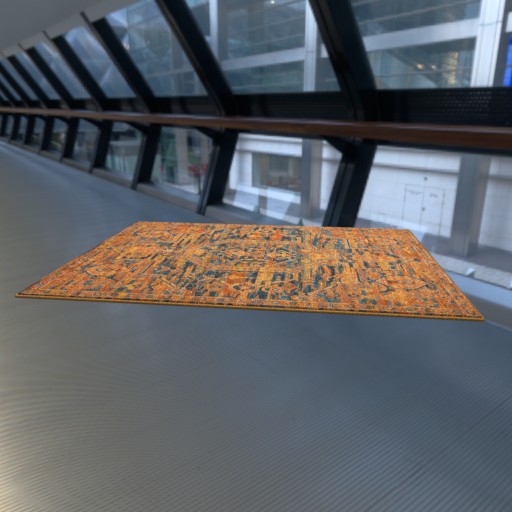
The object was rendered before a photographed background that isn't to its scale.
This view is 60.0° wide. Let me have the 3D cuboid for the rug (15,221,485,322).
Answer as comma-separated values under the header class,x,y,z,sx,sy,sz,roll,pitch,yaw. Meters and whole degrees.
class,x,y,z,sx,sy,sz,roll,pitch,yaw
rug,0.000,0.000,2.802,2.204,0.024,1.588,2,18,7
